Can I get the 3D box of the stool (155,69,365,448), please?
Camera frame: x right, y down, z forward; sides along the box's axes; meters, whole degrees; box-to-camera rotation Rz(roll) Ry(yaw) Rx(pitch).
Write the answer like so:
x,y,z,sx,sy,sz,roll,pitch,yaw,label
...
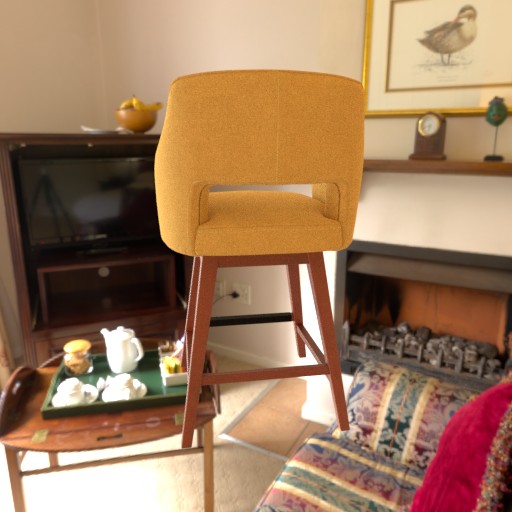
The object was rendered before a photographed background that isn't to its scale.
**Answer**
x,y,z,sx,sy,sz,roll,pitch,yaw,label
0.000,0.000,1.278,0.548,0.924,0.558,-2,14,-9,stool
